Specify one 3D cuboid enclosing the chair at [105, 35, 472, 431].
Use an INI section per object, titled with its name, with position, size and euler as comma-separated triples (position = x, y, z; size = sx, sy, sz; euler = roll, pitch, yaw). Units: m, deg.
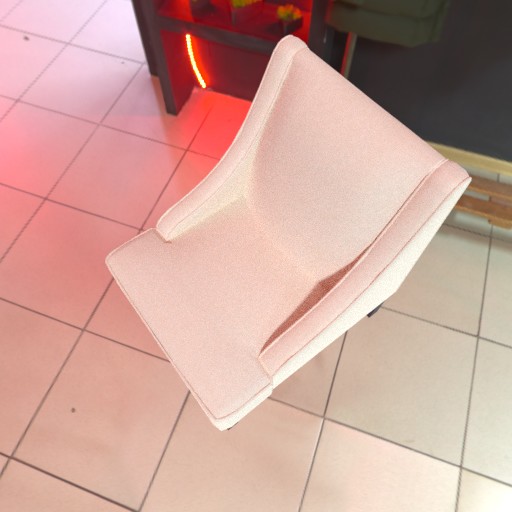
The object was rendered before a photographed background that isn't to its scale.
[chair]
position = 0.000, 0.000, 1.435
size = 0.806, 0.886, 0.689
euler = -34, 67, -17
